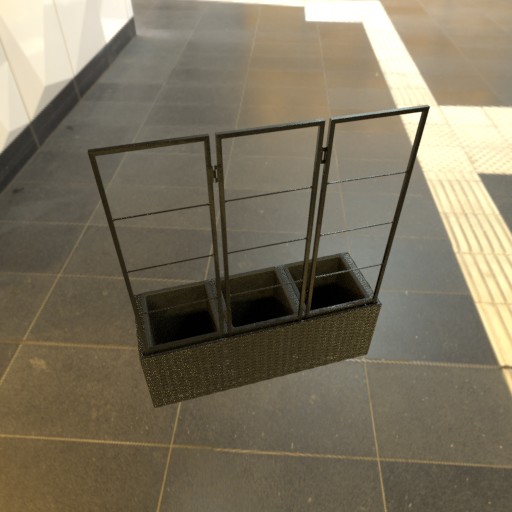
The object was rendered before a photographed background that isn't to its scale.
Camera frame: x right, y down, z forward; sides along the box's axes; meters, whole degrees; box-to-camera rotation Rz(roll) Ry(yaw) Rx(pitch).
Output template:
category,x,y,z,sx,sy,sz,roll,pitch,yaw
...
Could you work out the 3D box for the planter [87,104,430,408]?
category,x,y,z,sx,sy,sz,roll,pitch,yaw
planter,0.000,0.000,1.187,0.698,0.841,0.244,-11,44,-12
